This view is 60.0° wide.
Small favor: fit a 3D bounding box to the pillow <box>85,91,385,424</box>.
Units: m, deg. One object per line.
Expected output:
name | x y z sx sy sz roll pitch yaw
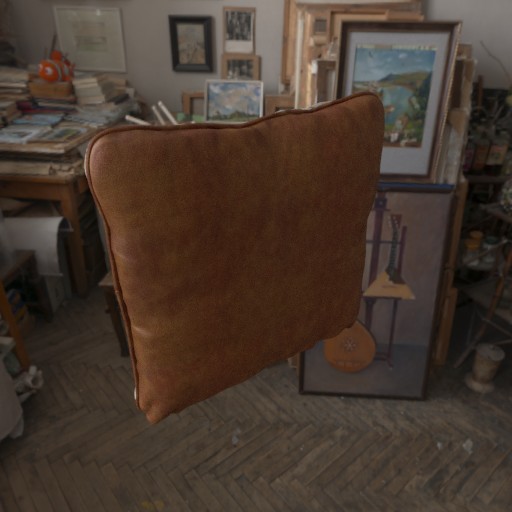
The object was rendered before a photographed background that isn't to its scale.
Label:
pillow | 0.000 0.000 0.744 0.489 0.490 0.130 -19 35 -28
